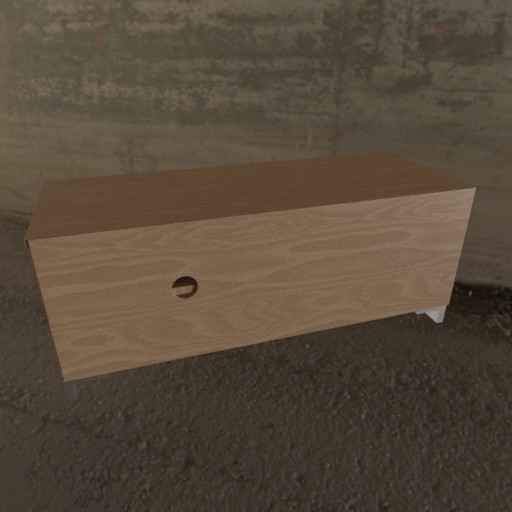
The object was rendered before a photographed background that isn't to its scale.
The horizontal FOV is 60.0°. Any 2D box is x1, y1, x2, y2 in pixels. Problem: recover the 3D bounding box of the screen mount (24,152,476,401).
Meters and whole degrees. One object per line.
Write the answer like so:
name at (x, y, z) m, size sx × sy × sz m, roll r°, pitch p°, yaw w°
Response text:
screen mount at (0.000, 0.000, 1.284) m, size 1.084 × 0.432 × 0.406 m, roll -8°, pitch 28°, yaw -16°
